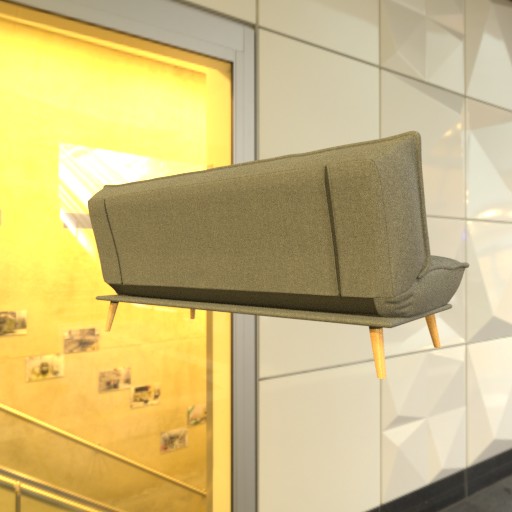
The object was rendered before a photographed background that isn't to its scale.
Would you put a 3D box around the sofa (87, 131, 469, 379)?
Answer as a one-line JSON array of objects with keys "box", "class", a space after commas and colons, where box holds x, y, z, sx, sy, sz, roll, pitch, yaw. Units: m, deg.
[{"box": [0.000, 0.000, 2.397, 1.940, 0.890, 0.950, 0, -1, 38], "class": "sofa"}]
